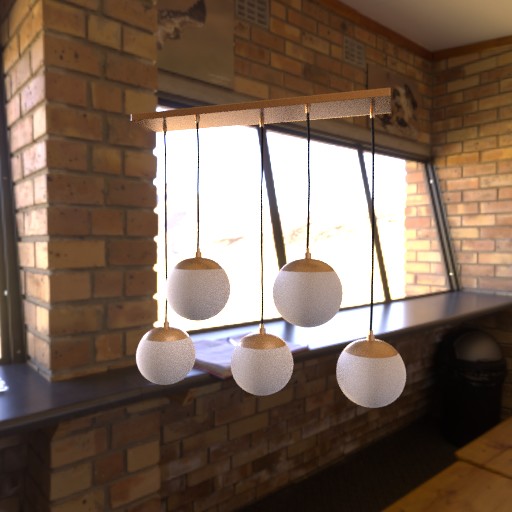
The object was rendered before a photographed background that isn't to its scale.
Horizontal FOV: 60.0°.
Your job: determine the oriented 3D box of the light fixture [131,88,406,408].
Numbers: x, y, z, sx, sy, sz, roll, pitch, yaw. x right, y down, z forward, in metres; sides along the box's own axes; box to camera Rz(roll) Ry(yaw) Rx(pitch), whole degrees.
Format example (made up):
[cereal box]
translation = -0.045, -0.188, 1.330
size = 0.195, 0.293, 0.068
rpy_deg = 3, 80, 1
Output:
[light fixture]
translation = 0.000, 0.000, 1.333
size = 0.863, 0.869, 0.299
rpy_deg = 1, 2, 18
